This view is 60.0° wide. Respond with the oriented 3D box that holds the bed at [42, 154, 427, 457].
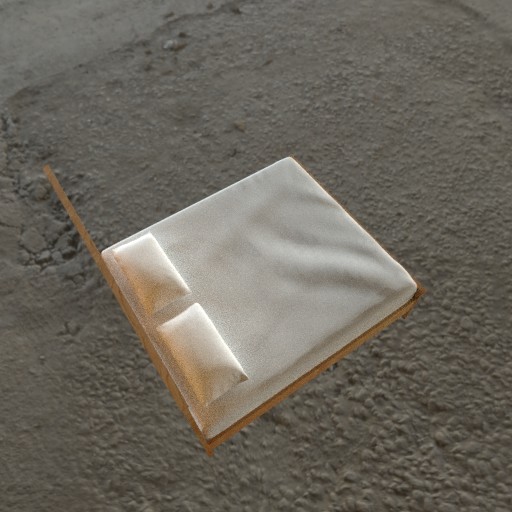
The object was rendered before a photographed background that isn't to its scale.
[{"bbox_3d":[0.000,0.000,3.624,2.201,1.686,1.936,-30,63,-17],"label":"bed"}]
